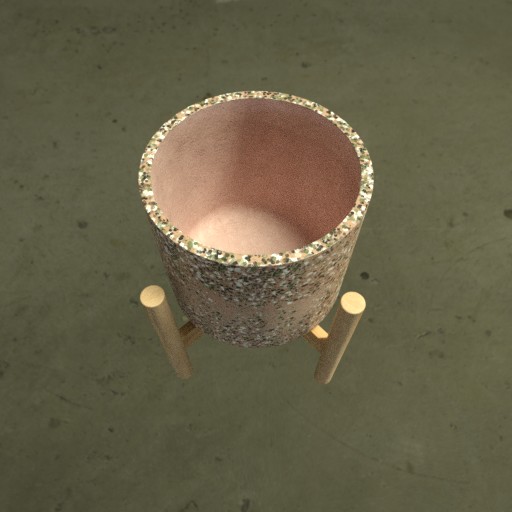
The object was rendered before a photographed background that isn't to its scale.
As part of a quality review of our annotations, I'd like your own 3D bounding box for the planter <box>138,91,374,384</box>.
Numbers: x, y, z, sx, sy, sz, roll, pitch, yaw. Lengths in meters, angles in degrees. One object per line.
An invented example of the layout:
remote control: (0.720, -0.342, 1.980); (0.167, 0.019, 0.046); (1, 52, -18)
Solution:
planter: (0.000, 0.000, 0.557); (0.284, 0.320, 0.284); (-17, 59, -11)
